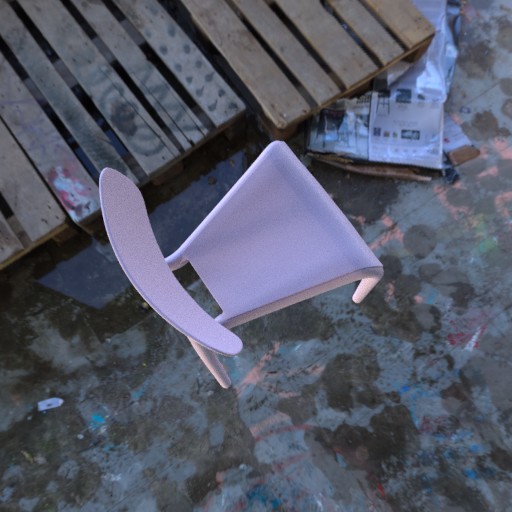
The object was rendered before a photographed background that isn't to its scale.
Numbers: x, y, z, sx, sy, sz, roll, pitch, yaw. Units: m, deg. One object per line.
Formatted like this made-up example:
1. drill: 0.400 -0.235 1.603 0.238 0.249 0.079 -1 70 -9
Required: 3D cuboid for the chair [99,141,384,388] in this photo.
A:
1. chair: 0.000 0.000 0.822 0.401 0.580 0.356 -34 77 -9
